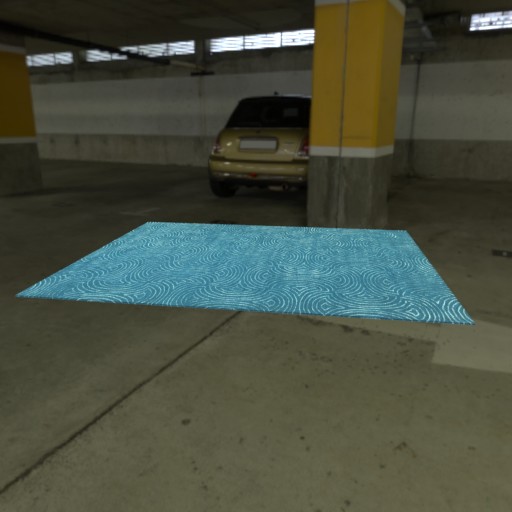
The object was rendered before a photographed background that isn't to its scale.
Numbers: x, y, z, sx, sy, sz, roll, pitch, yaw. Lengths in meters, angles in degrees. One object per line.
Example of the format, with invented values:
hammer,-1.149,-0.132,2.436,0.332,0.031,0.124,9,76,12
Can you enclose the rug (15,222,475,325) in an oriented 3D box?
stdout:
rug,0.000,0.000,4.025,3.033,0.012,2.432,3,17,8
